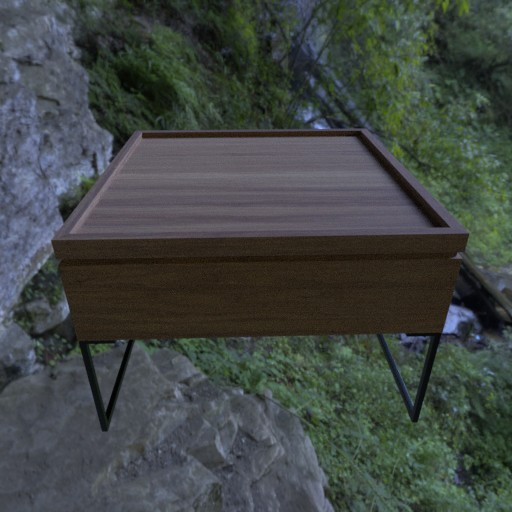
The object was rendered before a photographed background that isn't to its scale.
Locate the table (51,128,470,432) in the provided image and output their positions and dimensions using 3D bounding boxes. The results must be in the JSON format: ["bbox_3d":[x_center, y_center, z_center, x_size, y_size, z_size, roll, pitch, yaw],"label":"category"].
[{"bbox_3d":[0.000,0.000,1.122,0.679,0.464,0.676,-1,30,-2],"label":"table"}]
